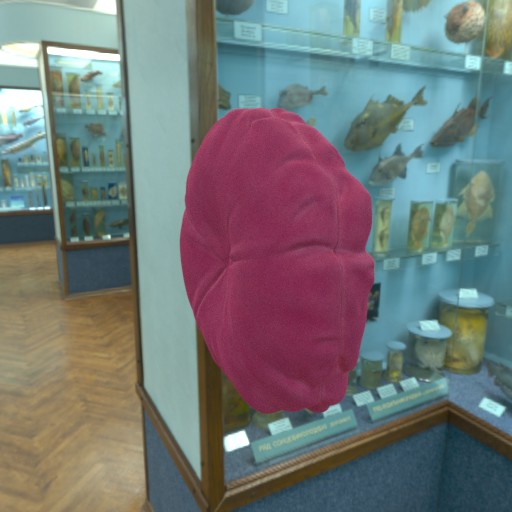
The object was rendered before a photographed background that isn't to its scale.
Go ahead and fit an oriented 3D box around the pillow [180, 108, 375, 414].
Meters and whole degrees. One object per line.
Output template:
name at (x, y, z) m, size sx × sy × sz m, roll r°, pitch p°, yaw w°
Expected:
pillow at (0.000, 0.000, 0.639) m, size 0.148 × 0.407 × 0.428 m, roll -6°, pitch 14°, yaw -26°
